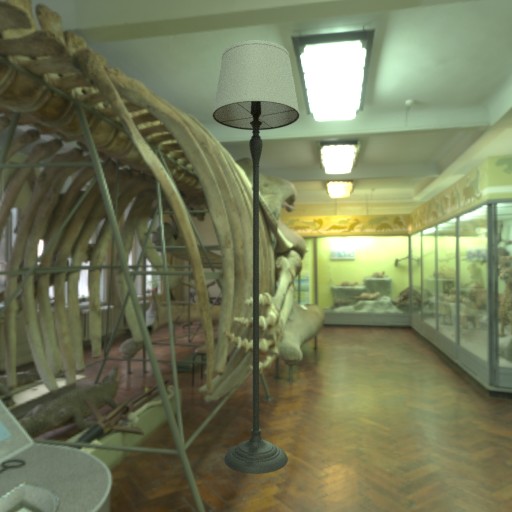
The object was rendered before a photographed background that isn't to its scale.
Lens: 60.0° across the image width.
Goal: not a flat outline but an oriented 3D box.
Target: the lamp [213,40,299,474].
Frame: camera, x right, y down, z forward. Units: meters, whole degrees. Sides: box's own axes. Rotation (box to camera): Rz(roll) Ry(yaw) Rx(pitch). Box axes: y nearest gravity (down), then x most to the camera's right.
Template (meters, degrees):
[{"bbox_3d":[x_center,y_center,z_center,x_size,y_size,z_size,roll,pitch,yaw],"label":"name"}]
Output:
[{"bbox_3d":[0.000,0.000,1.662,0.327,1.506,0.327,0,-1,-19],"label":"lamp"}]
